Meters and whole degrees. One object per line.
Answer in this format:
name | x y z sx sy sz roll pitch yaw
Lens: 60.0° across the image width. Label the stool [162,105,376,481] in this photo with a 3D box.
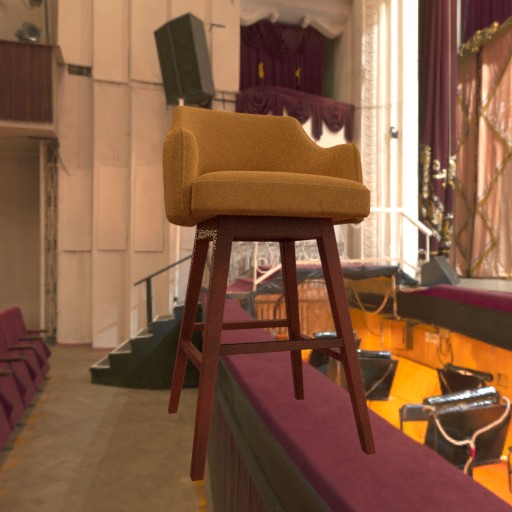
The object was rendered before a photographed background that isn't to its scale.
stool | 0.000 0.000 1.323 0.548 1.012 0.558 0 0 -18
